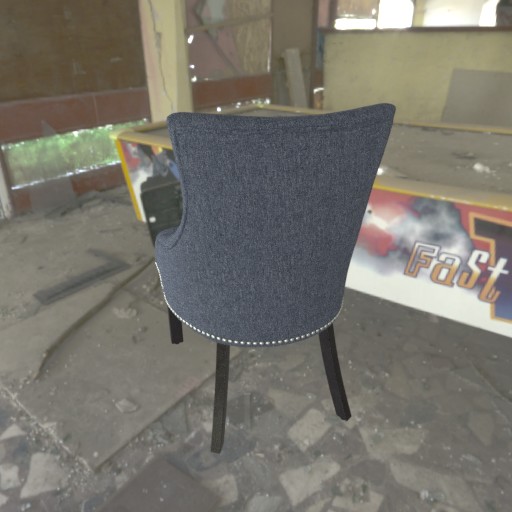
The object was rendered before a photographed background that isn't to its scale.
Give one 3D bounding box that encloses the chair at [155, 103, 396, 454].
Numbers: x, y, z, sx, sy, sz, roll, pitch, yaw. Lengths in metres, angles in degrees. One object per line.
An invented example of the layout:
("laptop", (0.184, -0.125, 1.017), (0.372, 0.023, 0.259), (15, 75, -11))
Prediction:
("chair", (0.000, 0.000, 1.322), (0.566, 0.909, 0.629), (-8, 27, -15))
